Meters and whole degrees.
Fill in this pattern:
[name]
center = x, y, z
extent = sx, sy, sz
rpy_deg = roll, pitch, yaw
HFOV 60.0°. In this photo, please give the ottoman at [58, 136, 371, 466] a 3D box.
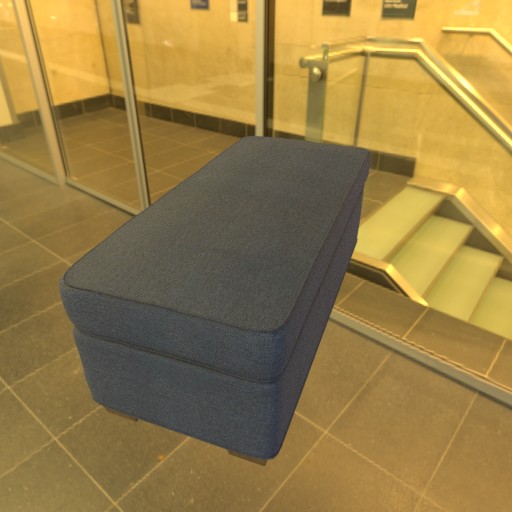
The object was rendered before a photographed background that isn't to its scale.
[ottoman]
center = 0.000, 0.000, 1.383
extent = 0.515, 0.460, 1.110
rpy_deg = 11, 33, 17
